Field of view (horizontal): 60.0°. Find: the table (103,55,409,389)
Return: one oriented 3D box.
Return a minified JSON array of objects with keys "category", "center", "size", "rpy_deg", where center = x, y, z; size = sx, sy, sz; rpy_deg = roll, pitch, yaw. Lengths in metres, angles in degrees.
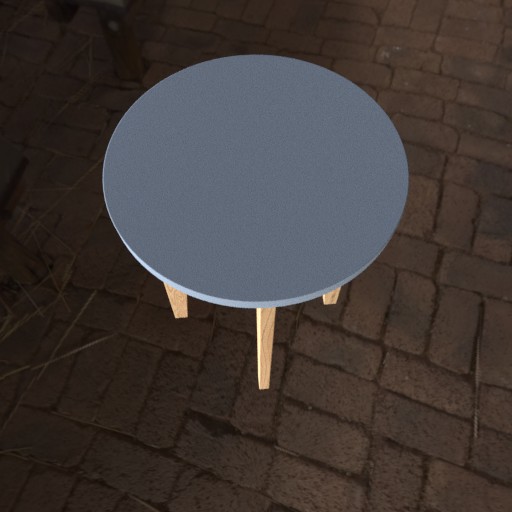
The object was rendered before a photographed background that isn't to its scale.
[{"category":"table","center":[0.000,0.000,0.736],"size":[0.350,0.500,0.350],"rpy_deg":[0,64,0]}]
